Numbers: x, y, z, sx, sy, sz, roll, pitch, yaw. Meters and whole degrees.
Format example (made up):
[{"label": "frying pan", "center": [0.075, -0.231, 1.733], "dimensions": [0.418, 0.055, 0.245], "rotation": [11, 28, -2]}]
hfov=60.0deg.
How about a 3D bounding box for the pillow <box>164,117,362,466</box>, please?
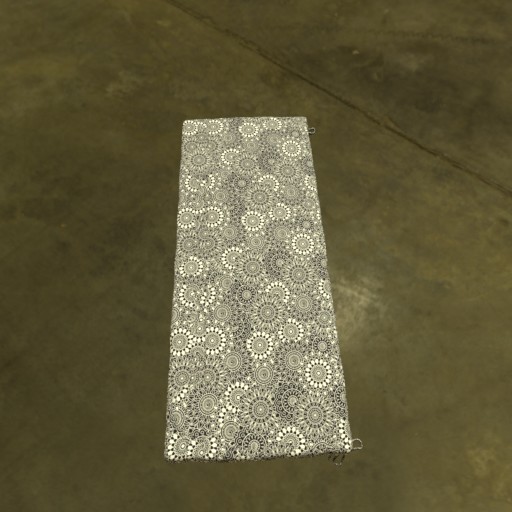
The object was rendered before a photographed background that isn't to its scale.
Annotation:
[{"label": "pillow", "center": [0.000, 0.000, 1.364], "dimensions": [0.492, 0.081, 1.187], "rotation": [-2, 60, -1]}]
